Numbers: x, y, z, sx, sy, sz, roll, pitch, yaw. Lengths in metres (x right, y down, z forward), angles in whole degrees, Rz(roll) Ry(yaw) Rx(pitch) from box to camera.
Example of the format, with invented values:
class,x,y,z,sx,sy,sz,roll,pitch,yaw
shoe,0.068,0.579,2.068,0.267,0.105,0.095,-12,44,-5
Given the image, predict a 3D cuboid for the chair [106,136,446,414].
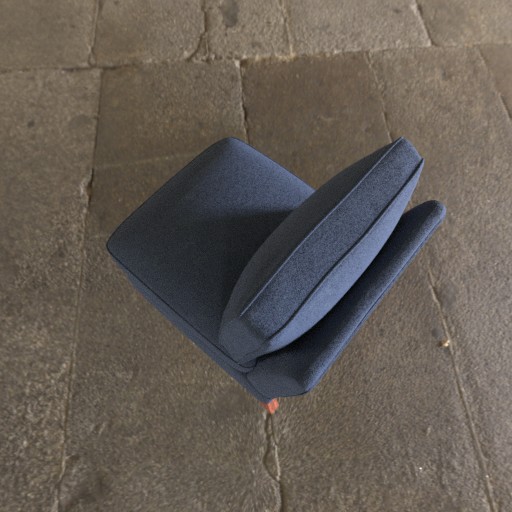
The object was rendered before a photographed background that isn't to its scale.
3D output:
class,x,y,z,sx,sy,sz,roll,pitch,yaw
chair,0.000,0.000,1.639,0.912,1.052,0.724,37,69,17
